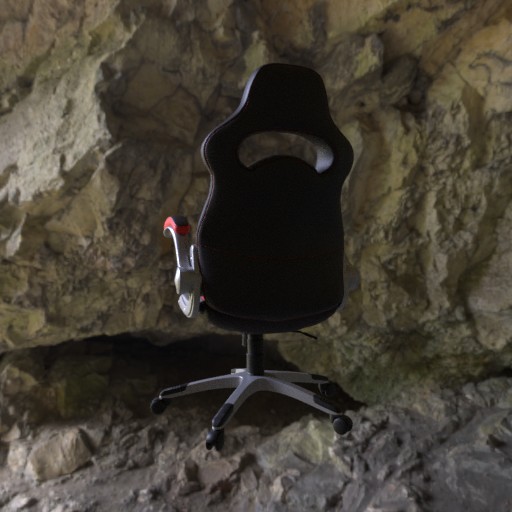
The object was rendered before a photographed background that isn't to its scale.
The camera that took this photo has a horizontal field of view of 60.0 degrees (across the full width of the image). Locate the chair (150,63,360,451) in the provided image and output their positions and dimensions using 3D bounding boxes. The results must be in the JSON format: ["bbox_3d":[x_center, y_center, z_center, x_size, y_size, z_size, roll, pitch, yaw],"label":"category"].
[{"bbox_3d":[0.000,0.000,1.652,0.758,1.165,0.712,0,0,-17],"label":"chair"}]
